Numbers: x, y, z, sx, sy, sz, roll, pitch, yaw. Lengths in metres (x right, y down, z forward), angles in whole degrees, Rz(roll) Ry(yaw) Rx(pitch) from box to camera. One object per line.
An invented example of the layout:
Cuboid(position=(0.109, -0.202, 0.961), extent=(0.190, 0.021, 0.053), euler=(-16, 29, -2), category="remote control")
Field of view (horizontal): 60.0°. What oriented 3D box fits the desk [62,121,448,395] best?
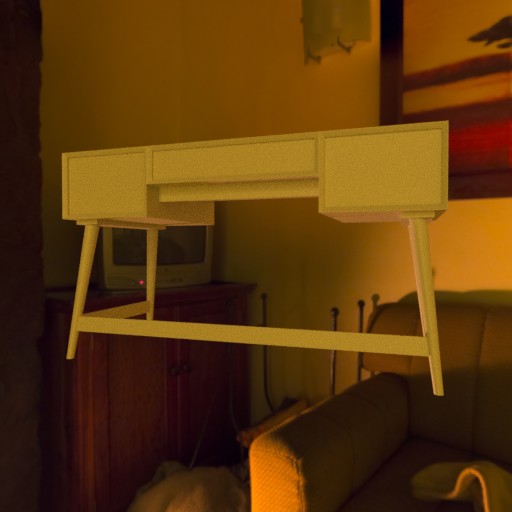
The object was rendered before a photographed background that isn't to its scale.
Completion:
Cuboid(position=(0.000, 0.000, 1.713), extent=(1.313, 0.762, 0.589), euler=(0, 1, 19), category="desk")
